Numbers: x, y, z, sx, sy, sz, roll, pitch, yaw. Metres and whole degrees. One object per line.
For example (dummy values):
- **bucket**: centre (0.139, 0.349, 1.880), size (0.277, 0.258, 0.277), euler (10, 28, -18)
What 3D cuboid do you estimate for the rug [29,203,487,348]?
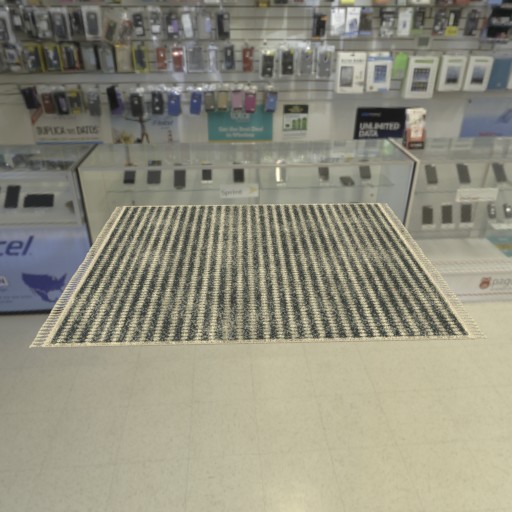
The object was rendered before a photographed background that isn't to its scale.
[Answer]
- **rug**: centre (0.000, 0.000, 3.784), size (2.910, 0.013, 2.256), euler (-1, 29, -2)
